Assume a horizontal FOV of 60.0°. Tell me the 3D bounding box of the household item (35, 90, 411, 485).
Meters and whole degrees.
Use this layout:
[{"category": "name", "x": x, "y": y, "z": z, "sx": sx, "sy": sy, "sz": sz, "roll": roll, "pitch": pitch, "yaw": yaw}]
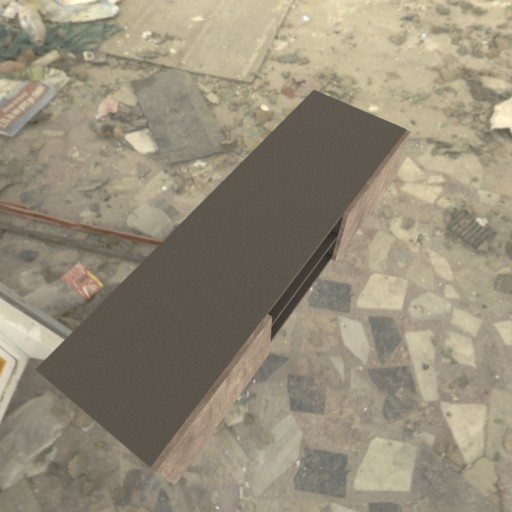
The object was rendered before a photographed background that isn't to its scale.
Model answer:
[{"category": "household item", "x": 0.000, "y": 0.000, "z": 1.528, "sx": 0.420, "sy": 0.310, "sz": 1.400, "roll": 31, "pitch": 62, "yaw": 18}]
